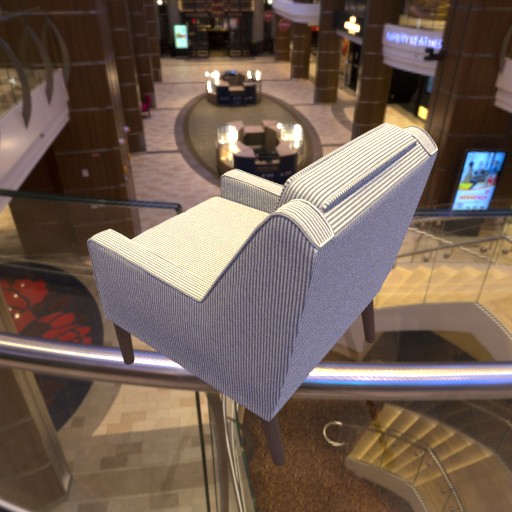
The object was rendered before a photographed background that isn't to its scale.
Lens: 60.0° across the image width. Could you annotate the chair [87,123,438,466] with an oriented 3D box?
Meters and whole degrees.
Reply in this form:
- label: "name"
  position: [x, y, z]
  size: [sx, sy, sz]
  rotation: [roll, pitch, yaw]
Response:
- label: "chair"
  position: [0.000, 0.000, 1.324]
  size: [0.743, 0.792, 0.663]
  rotation: [22, 39, 30]
